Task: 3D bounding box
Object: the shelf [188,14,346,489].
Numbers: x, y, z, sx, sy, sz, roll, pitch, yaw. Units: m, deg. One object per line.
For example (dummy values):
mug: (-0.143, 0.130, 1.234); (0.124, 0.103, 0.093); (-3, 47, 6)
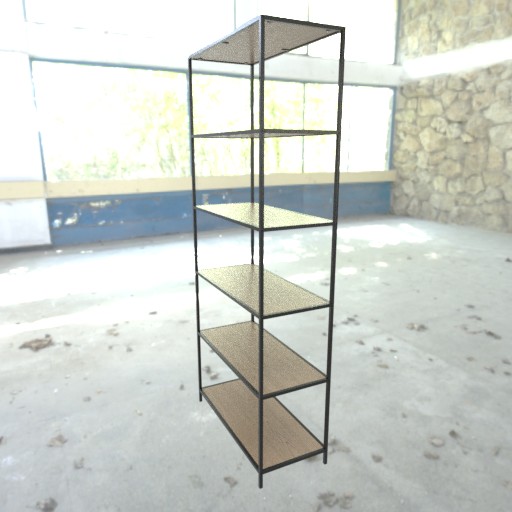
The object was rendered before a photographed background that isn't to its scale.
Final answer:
shelf: (0.000, 0.000, 2.094); (0.350, 1.850, 0.770); (-7, 15, -26)
